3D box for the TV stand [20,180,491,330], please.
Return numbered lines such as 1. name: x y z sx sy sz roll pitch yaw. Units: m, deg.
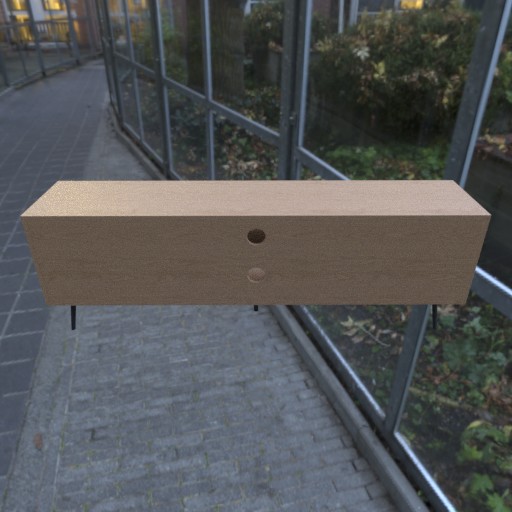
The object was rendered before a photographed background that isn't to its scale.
1. TV stand: 0.000 0.000 1.974 1.760 0.580 0.400 0 30 0
